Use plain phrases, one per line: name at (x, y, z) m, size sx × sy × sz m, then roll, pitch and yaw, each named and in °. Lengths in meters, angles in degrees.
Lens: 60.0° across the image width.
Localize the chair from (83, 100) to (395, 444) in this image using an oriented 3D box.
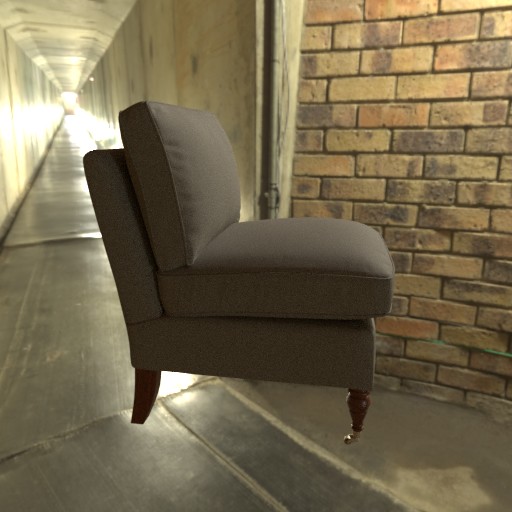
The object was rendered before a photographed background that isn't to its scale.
chair at (0.000, 0.000, 1.630) m, size 0.924 × 1.045 × 0.724 m, roll 3°, pitch 15°, yaw 10°
